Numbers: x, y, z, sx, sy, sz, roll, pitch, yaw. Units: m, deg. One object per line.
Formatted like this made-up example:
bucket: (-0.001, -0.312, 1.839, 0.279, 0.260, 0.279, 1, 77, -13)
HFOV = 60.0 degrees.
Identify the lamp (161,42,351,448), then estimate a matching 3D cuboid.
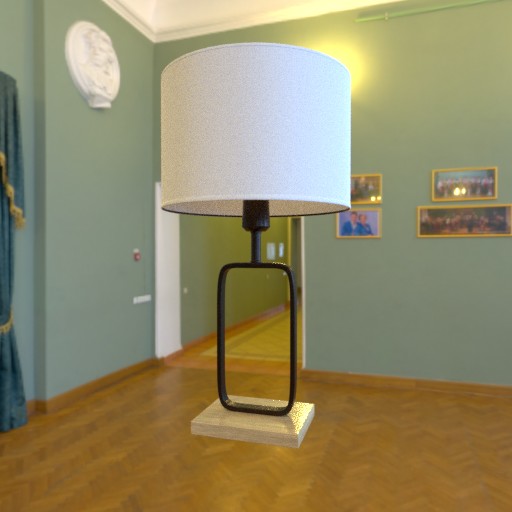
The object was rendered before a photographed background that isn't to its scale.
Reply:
lamp: (0.000, 0.000, 0.666, 0.279, 0.508, 0.279, 0, 1, 17)
